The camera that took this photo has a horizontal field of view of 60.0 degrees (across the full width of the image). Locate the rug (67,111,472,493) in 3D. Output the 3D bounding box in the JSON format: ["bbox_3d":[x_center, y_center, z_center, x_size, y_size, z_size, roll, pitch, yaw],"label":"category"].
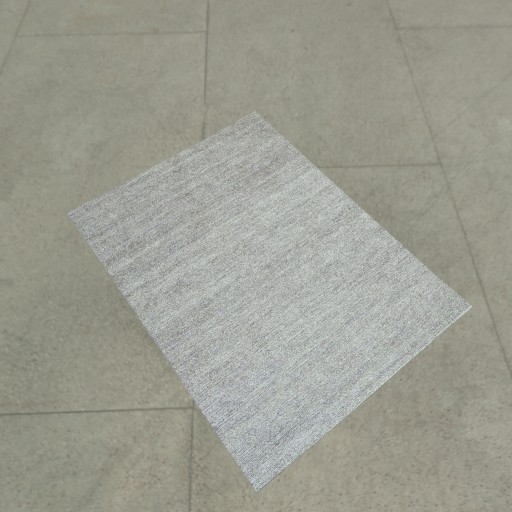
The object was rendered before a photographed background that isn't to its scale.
[{"bbox_3d":[0.000,0.000,4.232,2.434,0.045,3.202,-33,65,-18],"label":"rug"}]
